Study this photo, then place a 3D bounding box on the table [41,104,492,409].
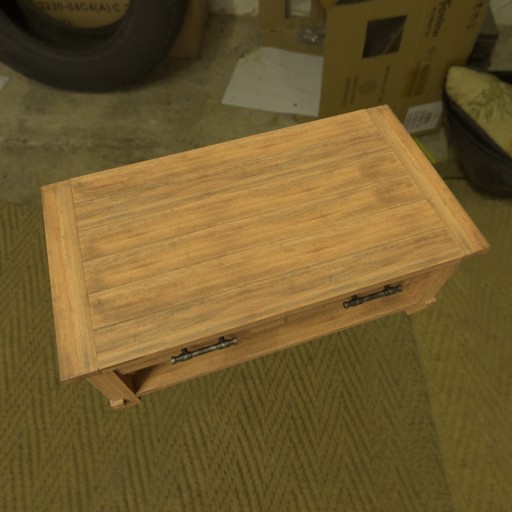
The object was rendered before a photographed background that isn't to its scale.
[{"bbox_3d":[0.000,0.000,1.603,1.270,0.494,0.693,-16,60,-10],"label":"table"}]
